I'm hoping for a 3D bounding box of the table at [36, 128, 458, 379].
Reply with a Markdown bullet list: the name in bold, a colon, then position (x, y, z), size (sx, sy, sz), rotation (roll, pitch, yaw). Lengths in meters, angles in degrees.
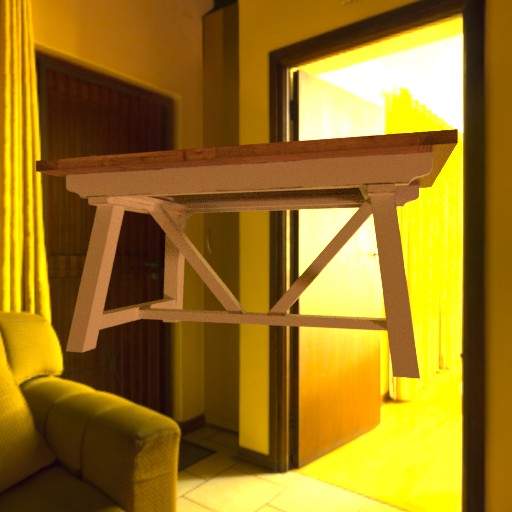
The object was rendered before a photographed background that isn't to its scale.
- **table**: position (0.000, 0.000, 1.940), size (1.503, 0.743, 0.922), rotation (0, 0, 17)
